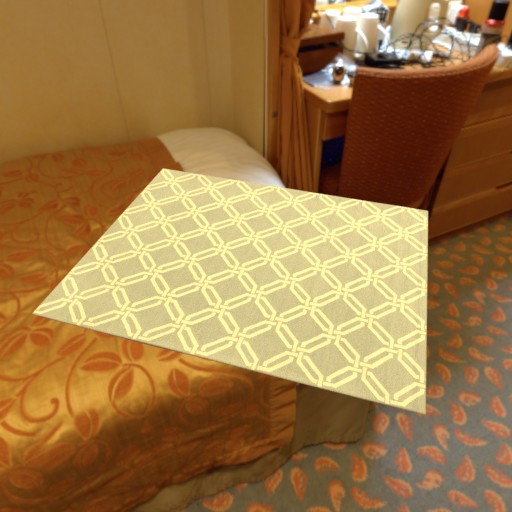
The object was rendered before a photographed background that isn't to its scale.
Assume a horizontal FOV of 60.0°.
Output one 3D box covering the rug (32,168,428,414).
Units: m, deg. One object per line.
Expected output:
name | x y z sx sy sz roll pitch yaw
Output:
rug | 0.000 0.000 3.903 2.895 0.018 2.288 11 42 13
